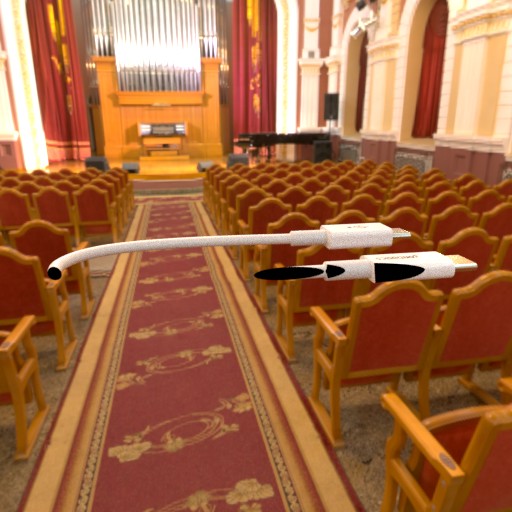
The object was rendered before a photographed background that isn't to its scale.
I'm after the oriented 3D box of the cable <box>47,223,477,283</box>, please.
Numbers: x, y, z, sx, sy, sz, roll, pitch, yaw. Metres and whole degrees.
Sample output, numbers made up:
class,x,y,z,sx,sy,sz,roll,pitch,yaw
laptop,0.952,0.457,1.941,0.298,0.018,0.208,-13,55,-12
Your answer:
class,x,y,z,sx,sy,sz,roll,pitch,yaw
cable,0.000,0.000,0.113,0.098,0.006,0.040,-3,17,-10
